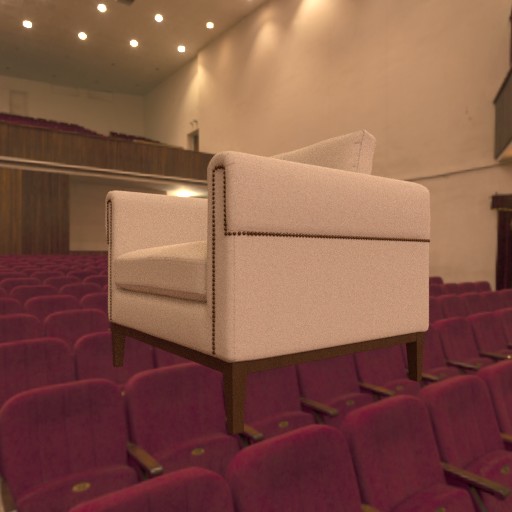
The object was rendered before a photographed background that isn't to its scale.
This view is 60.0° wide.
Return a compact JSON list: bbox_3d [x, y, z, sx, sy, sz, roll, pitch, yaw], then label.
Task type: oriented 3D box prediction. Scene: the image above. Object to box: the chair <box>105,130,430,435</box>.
[{"bbox_3d":[0.000,0.000,1.731,0.896,0.915,0.982,0,0,-37],"label":"chair"}]
